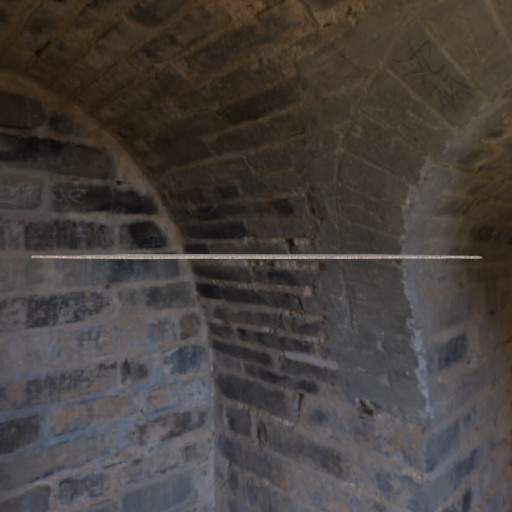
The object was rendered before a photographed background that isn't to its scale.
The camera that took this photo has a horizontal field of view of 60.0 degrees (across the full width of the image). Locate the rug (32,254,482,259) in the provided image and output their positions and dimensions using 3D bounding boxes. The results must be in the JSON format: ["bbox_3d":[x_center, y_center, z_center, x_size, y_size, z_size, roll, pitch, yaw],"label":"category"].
[{"bbox_3d":[0.000,0.000,2.398,1.822,0.018,1.211,0,0,-1],"label":"rug"}]
